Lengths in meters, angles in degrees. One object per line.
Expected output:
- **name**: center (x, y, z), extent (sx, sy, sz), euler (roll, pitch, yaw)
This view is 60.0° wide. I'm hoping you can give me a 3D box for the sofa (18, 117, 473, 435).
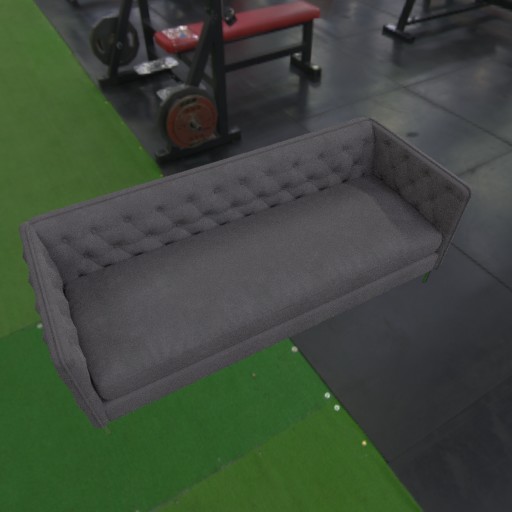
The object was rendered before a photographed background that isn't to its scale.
- **sofa**: center (0.000, 0.000, 2.502), extent (2.209, 0.771, 0.895), euler (-21, 50, -19)
